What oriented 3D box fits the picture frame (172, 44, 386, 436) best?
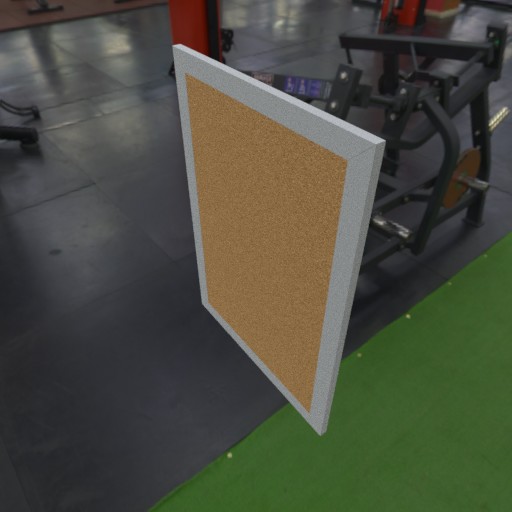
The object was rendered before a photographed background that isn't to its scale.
[{"bbox_3d":[0.000,0.000,0.594,0.011,0.459,0.326,-26,47,-27],"label":"picture frame"}]
